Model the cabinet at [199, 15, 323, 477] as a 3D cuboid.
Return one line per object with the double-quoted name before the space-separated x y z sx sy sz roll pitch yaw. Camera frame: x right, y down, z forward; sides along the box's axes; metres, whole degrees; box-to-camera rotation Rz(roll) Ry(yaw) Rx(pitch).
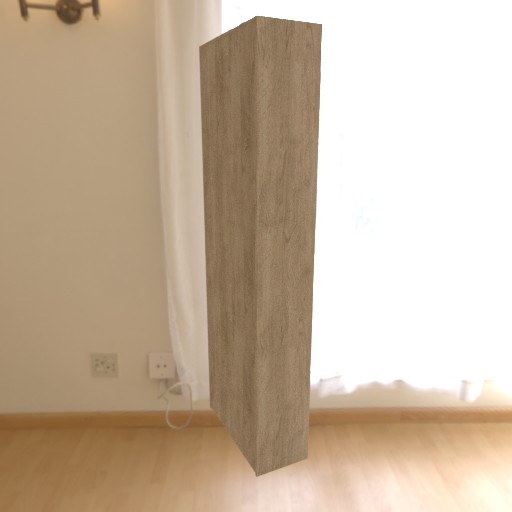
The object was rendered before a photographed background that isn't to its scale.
"cabinet" 0.000 0.000 1.799 0.250 1.630 0.520 -7 16 -25
